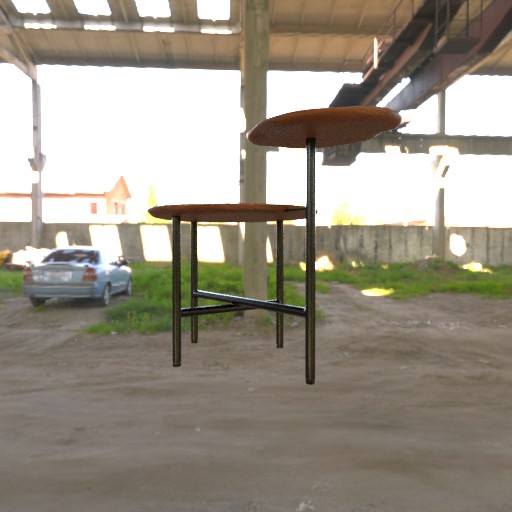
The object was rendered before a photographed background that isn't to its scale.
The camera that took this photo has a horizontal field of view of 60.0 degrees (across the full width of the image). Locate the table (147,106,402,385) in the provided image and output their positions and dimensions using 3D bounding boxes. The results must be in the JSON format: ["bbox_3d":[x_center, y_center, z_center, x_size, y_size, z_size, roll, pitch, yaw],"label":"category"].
[{"bbox_3d":[0.000,0.000,1.090,0.442,0.538,0.759,-1,2,-36],"label":"table"}]
